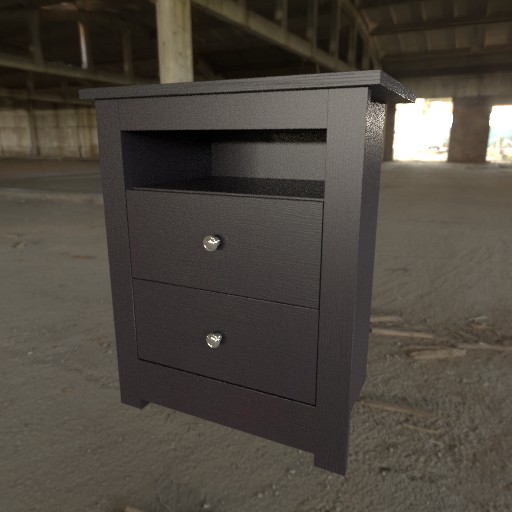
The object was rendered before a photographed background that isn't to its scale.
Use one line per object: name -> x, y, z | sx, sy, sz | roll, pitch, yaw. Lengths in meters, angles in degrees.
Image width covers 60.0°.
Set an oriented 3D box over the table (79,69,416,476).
table -> 0.000, 0.000, 1.018 | 0.589, 0.711, 0.408 | 7, 16, 25
